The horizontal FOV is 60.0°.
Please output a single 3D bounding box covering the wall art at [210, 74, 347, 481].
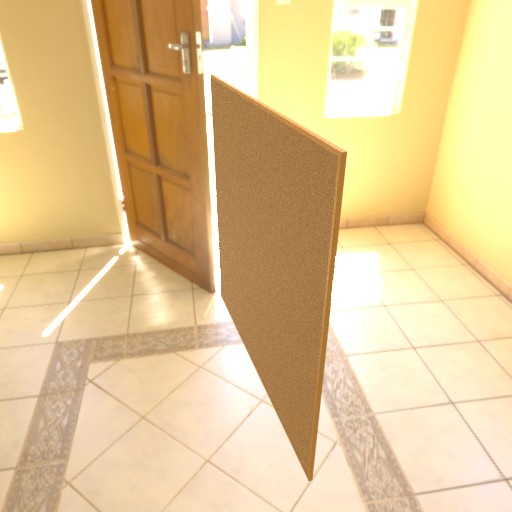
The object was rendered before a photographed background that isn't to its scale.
[{"bbox_3d":[0.000,0.000,1.419,0.013,0.959,0.962,-10,32,-16],"label":"wall art"}]
